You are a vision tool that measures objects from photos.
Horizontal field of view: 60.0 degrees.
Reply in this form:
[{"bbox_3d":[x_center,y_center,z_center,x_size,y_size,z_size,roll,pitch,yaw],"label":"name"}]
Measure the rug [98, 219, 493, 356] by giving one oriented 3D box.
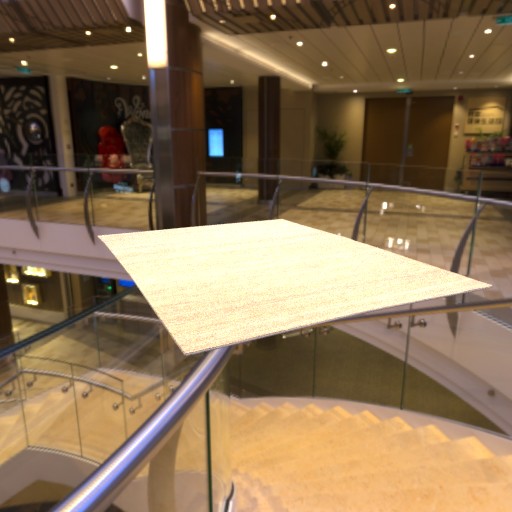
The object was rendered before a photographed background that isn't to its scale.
[{"bbox_3d":[0.000,0.000,4.250,2.467,0.046,3.245,-7,17,-26],"label":"rug"}]
